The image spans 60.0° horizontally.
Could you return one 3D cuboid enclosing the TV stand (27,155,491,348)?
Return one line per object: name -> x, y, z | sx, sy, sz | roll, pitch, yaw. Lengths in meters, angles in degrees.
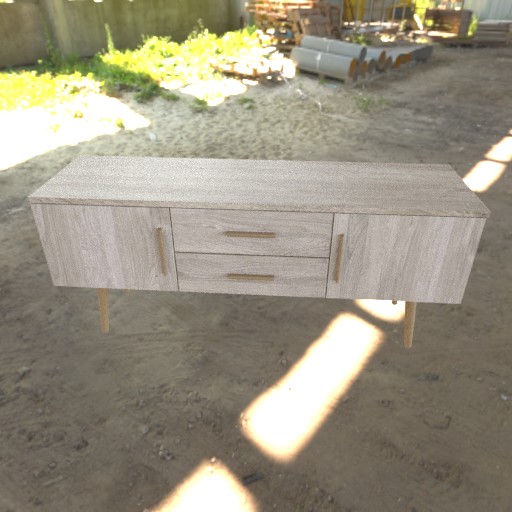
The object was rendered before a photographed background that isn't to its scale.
TV stand -> 0.000, 0.000, 1.555 | 1.313, 0.565, 0.401 | 2, 31, 3
